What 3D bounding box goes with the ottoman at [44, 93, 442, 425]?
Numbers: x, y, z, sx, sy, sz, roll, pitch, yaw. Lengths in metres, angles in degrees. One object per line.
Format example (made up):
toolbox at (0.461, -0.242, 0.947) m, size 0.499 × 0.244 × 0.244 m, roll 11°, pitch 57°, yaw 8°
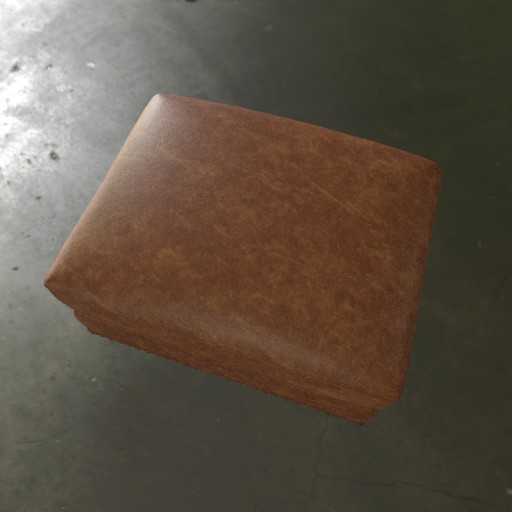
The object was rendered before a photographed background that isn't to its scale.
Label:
ottoman at (0.000, 0.000, 1.115) m, size 0.742 × 0.486 × 0.586 m, roll 17°, pitch 65°, yaw 8°
